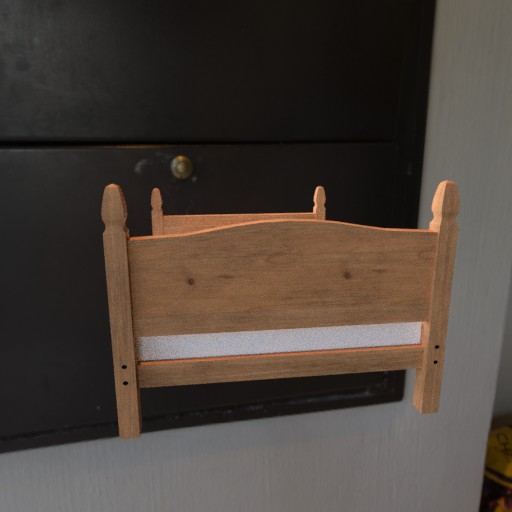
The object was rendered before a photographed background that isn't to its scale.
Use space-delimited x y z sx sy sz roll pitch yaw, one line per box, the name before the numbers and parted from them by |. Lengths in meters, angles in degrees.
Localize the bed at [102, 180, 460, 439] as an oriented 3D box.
bed | 0.000 0.000 2.897 1.490 1.100 2.069 -2 14 -8
